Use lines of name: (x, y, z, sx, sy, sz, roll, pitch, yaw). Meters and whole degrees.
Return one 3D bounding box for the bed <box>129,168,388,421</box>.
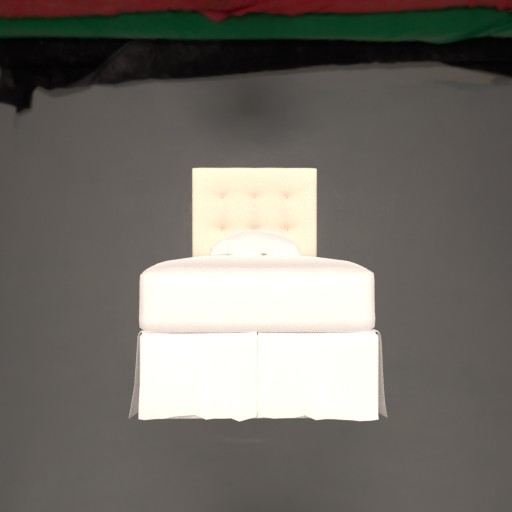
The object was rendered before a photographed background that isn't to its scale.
bed: (0.000, 0.000, 3.100, 1.261, 1.571, 1.997, 0, 1, -1)
